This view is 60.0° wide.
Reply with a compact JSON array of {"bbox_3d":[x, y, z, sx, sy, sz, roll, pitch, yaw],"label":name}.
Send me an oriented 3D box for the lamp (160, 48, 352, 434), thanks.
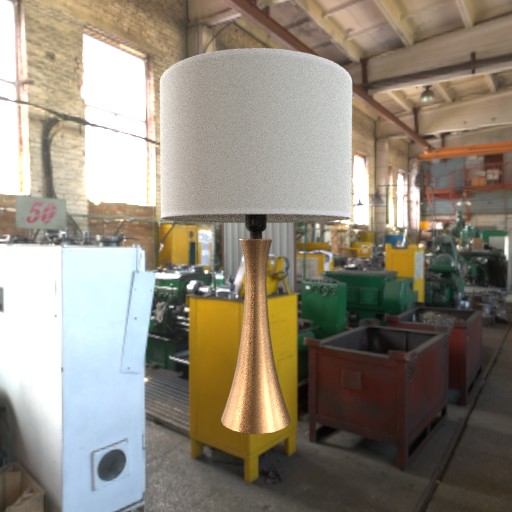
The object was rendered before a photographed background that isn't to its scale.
[{"bbox_3d":[0.000,0.000,0.641,0.268,0.479,0.268,0,2,0],"label":"lamp"}]
